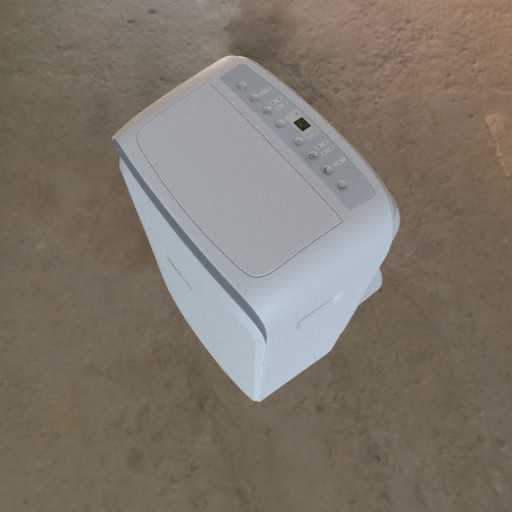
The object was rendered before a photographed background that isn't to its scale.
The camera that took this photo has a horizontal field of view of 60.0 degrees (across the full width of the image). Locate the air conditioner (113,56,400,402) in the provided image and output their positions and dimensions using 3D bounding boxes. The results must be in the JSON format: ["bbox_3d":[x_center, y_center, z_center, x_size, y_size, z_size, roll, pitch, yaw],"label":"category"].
[{"bbox_3d":[0.000,0.000,0.940,0.365,0.700,0.454,-35,70,-15],"label":"air conditioner"}]
